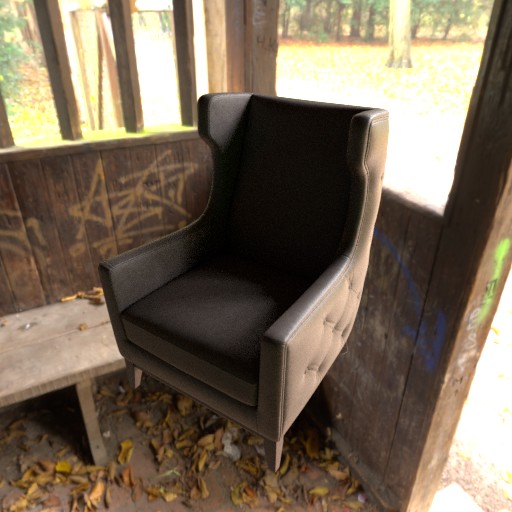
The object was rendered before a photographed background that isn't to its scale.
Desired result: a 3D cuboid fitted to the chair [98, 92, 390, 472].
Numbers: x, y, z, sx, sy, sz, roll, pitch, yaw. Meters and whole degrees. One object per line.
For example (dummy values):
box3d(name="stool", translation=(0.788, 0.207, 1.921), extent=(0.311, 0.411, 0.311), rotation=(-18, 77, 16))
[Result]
box3d(name="chair", translation=(0.000, 0.000, 1.692), extent=(0.769, 1.079, 0.899), rotation=(18, 34, 29))
